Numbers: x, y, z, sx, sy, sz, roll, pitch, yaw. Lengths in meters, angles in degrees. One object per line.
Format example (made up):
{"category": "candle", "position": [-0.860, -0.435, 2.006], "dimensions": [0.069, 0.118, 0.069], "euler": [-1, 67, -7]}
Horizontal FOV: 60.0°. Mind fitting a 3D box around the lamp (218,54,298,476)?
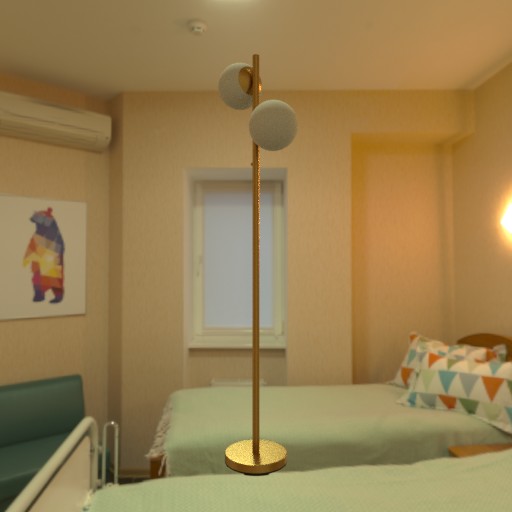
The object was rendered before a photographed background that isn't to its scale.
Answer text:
{"category": "lamp", "position": [0.000, 0.000, 1.787], "dimensions": [0.249, 1.641, 0.419], "euler": [1, -2, -36]}
